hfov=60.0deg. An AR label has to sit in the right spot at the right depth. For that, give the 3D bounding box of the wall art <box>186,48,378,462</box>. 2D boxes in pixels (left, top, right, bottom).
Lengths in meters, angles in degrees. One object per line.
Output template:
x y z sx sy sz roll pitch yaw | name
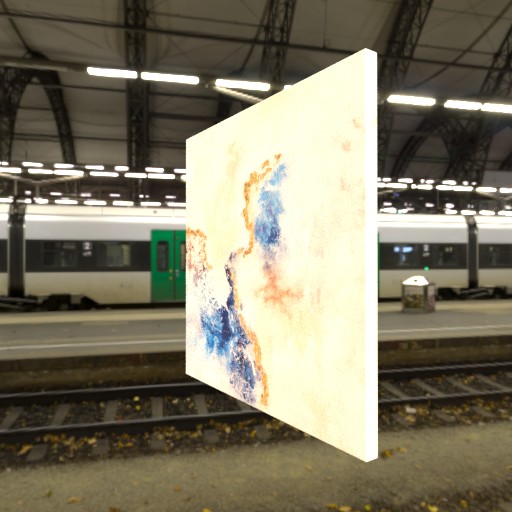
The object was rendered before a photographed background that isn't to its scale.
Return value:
0.000 0.000 1.327 0.038 0.889 0.889 0 0 -34 | wall art
